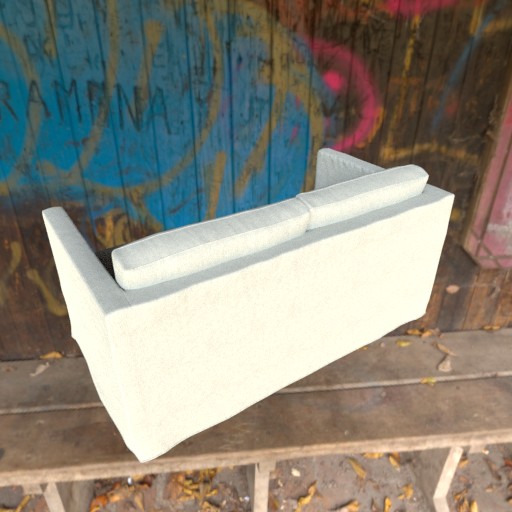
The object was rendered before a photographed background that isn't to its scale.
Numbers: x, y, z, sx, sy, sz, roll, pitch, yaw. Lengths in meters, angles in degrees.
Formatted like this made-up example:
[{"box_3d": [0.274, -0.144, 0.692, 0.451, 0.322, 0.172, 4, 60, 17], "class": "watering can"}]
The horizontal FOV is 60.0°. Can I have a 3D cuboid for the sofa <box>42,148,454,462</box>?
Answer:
[{"box_3d": [0.000, 0.000, 2.191, 1.727, 0.830, 0.944, -19, 35, -29], "class": "sofa"}]
